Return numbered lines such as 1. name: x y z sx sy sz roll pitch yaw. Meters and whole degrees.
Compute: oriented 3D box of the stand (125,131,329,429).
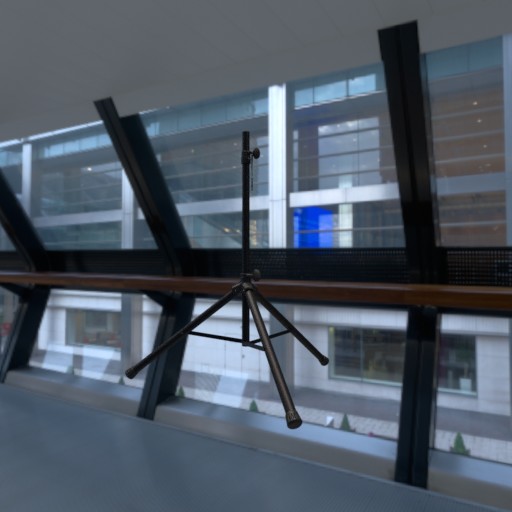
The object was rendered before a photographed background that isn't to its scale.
1. stand: 0.000 0.000 1.843 1.045 1.136 0.907 1 -2 -16
